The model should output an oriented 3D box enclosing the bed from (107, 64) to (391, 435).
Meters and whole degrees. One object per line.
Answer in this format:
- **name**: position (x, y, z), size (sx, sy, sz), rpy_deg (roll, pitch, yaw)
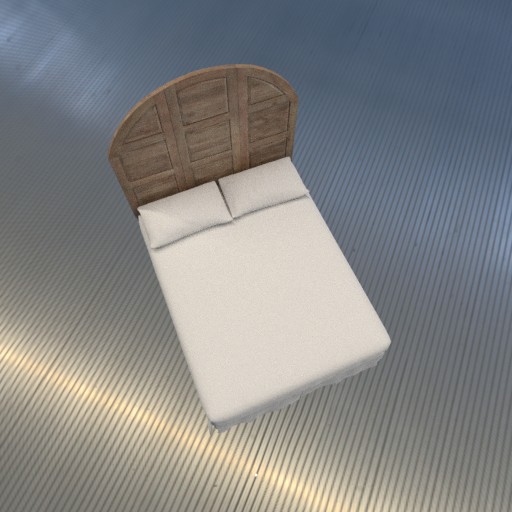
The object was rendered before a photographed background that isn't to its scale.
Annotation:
- **bed**: position (0.000, 0.000, 3.557), size (1.713, 2.002, 2.112), rpy_deg (-21, 65, -10)
